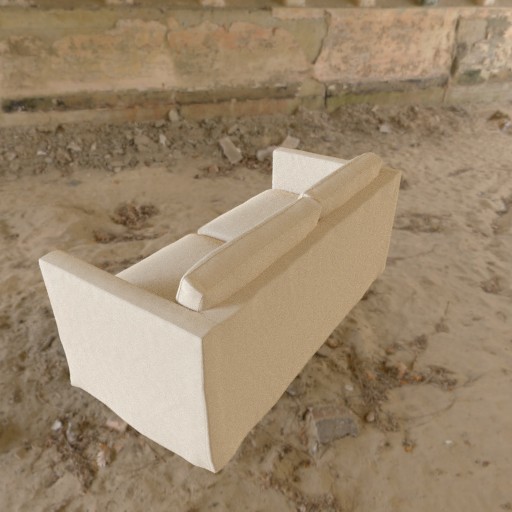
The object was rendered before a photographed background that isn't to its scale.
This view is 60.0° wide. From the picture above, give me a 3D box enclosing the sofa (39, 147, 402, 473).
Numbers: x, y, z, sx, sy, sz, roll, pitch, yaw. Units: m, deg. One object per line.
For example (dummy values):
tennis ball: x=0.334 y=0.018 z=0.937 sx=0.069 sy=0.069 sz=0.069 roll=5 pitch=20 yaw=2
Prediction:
sofa: x=0.000 y=0.000 z=2.491 sx=0.940 sy=0.870 sz=1.987 roll=19 pitch=35 yaw=29
